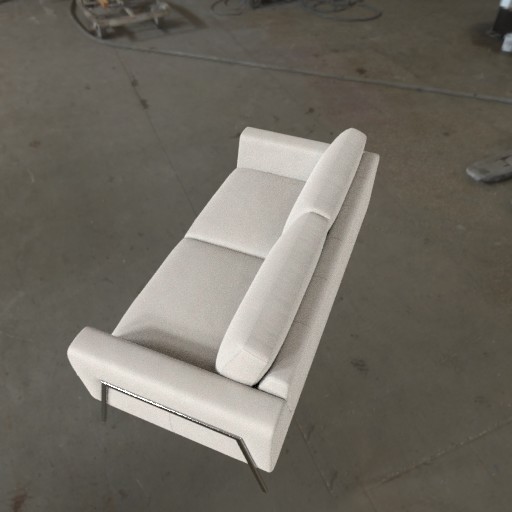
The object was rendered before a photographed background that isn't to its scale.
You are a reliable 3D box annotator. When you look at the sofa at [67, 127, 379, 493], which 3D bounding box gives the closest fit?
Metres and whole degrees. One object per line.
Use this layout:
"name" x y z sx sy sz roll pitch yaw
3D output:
"sofa" 0.000 0.000 2.511 0.953 0.875 2.017 16 48 15
